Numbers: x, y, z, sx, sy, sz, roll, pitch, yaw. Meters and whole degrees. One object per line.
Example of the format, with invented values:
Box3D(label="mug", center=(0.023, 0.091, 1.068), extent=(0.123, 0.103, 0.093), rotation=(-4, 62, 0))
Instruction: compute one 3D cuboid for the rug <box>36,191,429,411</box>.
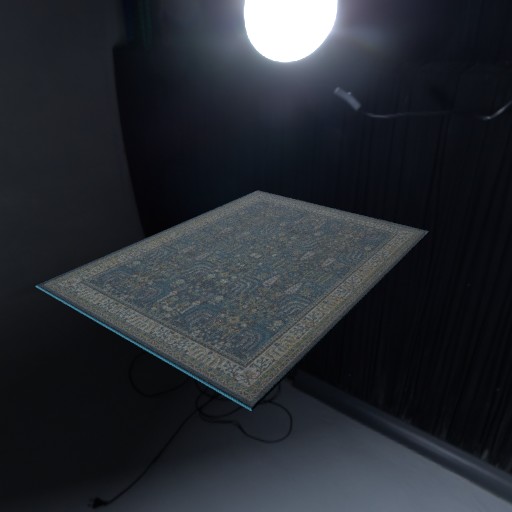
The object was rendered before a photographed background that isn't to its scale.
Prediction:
Box3D(label="rug", center=(0.000, 0.000, 4.114), extent=(2.226, 0.015, 3.044), rotation=(19, 32, 32))
